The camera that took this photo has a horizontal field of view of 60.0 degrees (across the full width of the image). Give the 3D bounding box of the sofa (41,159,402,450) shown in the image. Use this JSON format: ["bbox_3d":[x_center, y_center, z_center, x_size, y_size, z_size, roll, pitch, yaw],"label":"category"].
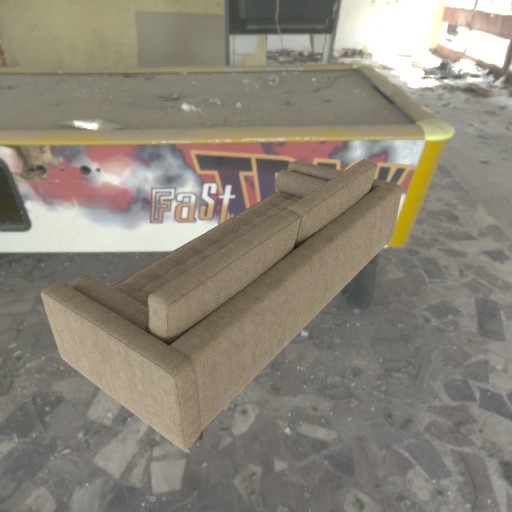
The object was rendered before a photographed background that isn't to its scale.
[{"bbox_3d":[0.000,0.000,2.655,0.919,0.770,2.200,22,38,31],"label":"sofa"}]
